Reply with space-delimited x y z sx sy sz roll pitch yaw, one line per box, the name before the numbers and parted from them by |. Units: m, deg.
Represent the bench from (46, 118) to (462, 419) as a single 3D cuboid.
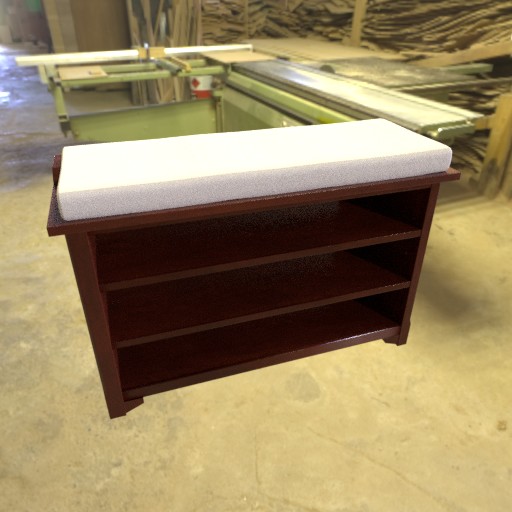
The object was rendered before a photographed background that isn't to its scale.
bench | 0.000 0.000 1.284 0.987 0.646 0.369 -10 32 -16
